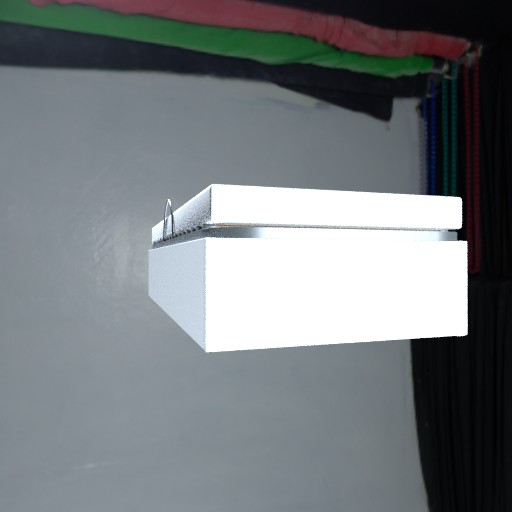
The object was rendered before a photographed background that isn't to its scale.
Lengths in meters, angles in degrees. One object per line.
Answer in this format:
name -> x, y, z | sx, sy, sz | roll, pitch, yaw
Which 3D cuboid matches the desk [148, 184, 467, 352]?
desk -> 0.000, 0.000, 2.215 | 0.900, 0.526, 1.900 | 0, 0, -18
